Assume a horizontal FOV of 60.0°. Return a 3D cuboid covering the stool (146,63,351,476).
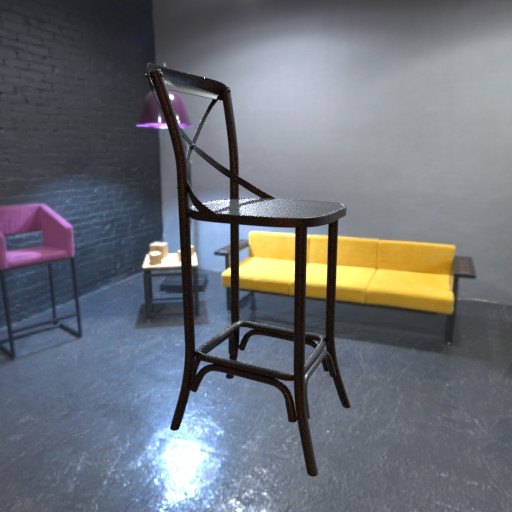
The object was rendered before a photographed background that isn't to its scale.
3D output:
[{"bbox_3d":[0.000,0.000,1.445,0.584,1.168,0.457,6,15,25],"label":"stool"}]
